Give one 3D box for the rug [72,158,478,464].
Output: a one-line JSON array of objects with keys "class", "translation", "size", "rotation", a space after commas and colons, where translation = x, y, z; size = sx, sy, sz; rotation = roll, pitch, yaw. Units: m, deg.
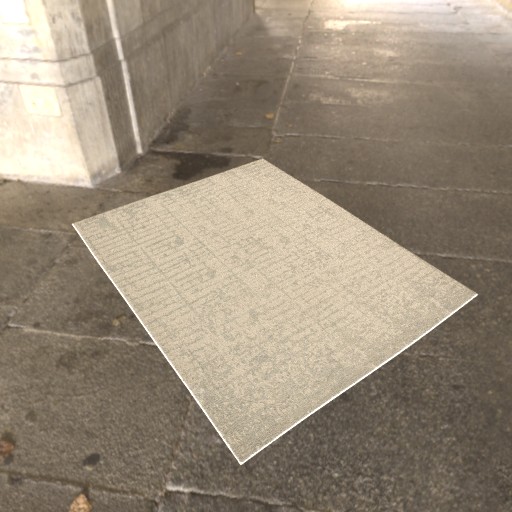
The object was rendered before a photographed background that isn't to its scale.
[{"class": "rug", "translation": [0.000, 0.000, 4.134], "size": [2.447, 0.014, 3.061], "rotation": [-25, 45, -27]}]
